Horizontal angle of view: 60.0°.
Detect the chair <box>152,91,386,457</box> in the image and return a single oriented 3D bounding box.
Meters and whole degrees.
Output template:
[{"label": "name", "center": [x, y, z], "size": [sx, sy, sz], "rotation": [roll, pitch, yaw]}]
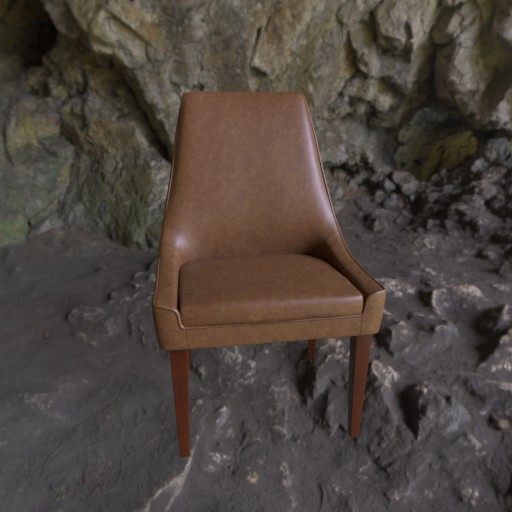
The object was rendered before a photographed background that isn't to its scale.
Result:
[{"label": "chair", "center": [0.000, 0.000, 1.206], "size": [0.529, 0.861, 0.544], "rotation": [-3, 18, -9]}]
